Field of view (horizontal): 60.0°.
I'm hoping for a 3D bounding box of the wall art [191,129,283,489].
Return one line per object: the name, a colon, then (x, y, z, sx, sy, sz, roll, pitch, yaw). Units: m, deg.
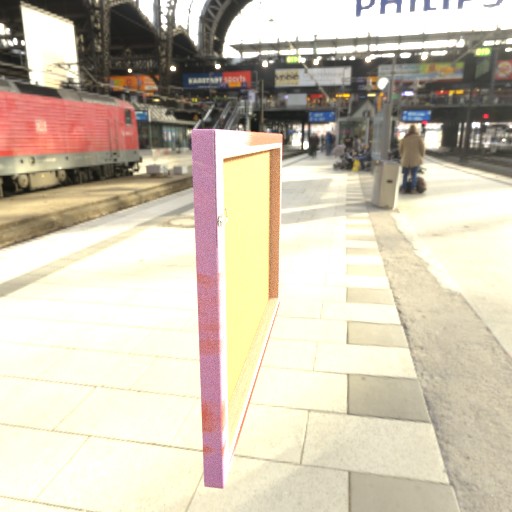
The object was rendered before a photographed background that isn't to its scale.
wall art: (0.000, 0.000, 1.135, 0.040, 0.609, 0.913, 2, 15, 9)
